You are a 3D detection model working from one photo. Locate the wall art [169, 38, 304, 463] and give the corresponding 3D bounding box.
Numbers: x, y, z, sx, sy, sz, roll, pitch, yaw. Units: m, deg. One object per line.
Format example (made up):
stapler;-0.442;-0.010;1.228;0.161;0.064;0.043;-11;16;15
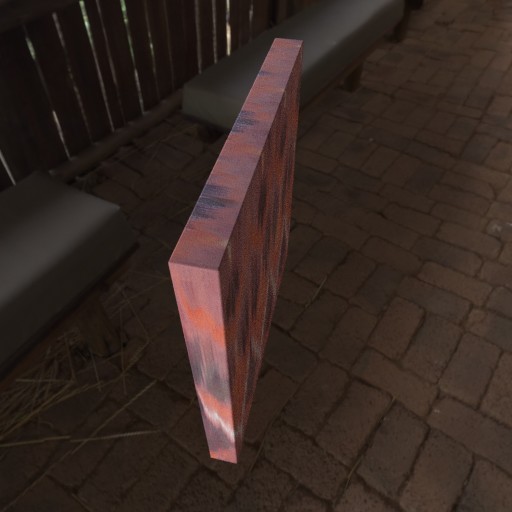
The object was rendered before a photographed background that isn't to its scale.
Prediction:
wall art;0.000;0.000;0.594;0.038;0.406;0.403;9;48;8
